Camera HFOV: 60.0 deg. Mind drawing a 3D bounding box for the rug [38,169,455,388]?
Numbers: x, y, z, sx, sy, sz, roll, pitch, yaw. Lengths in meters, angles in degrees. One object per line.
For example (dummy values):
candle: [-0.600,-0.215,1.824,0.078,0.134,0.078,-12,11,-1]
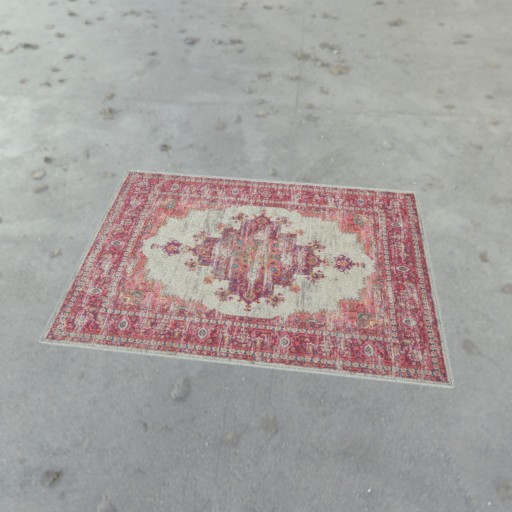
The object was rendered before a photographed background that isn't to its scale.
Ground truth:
rug: [0.000,0.000,2.240,1.747,0.011,1.217,5,48,5]
